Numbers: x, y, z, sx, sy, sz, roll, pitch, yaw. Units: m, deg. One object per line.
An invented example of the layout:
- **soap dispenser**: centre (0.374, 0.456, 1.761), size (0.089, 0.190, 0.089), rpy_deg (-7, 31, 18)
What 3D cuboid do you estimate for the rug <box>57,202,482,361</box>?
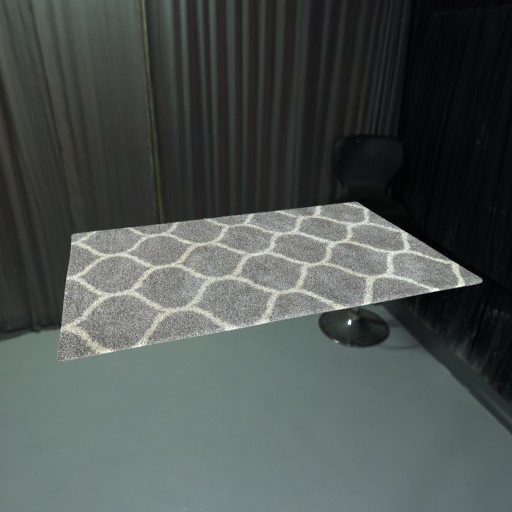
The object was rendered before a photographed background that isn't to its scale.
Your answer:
- **rug**: centre (0.000, 0.000, 2.934), size (2.348, 0.025, 1.501), rpy_deg (-8, 27, -16)
